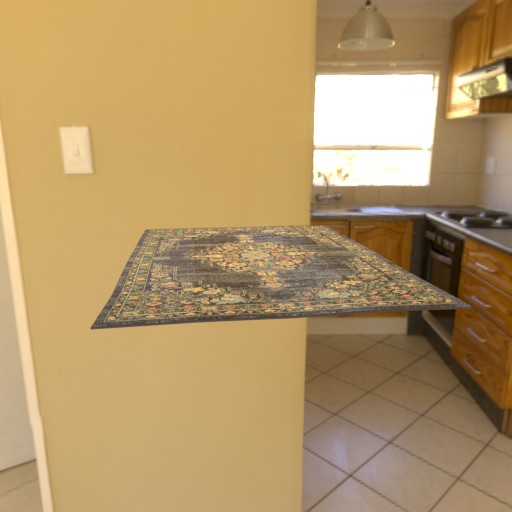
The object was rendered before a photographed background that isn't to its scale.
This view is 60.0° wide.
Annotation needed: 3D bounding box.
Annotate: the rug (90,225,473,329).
[{"bbox_3d":[0.000,0.000,4.812,2.716,0.035,3.612,-2,14,-8],"label":"rug"}]
